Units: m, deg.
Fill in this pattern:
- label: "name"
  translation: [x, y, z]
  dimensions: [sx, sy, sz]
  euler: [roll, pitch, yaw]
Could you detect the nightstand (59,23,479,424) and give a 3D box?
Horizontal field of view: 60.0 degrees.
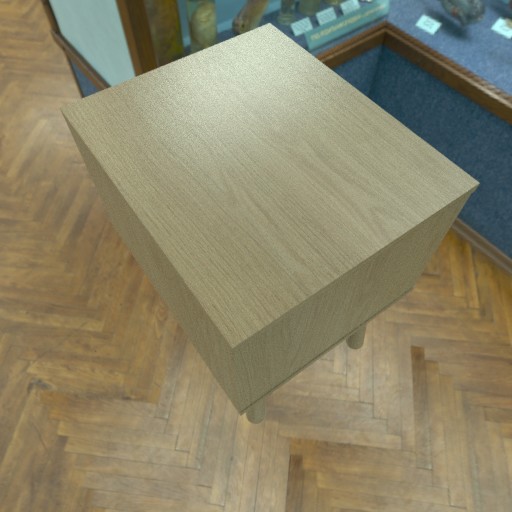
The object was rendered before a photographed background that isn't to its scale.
- label: "nightstand"
  translation: [0.000, 0.000, 0.844]
  dimensions: [0.380, 0.571, 0.450]
  euler: [-31, 62, -18]
